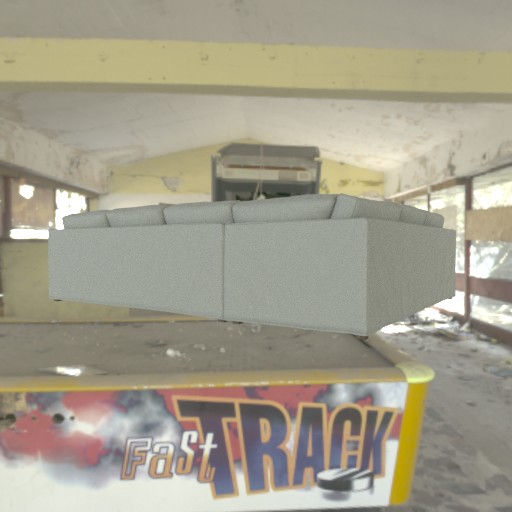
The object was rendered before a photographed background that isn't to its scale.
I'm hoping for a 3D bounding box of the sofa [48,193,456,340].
[{"bbox_3d":[0.000,0.000,4.323,3.182,0.871,2.432,1,2,35],"label":"sofa"}]
